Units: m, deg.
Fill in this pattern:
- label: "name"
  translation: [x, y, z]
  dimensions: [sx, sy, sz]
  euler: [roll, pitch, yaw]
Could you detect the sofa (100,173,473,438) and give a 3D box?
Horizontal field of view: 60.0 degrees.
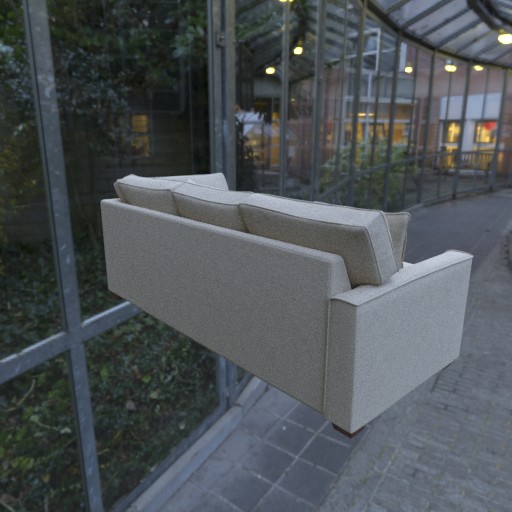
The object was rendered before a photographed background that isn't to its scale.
- label: "sofa"
  translation: [0.000, 0.000, 2.845]
  dimensions: [1.061, 0.962, 2.317]
  euler: [-14, 20, -40]
